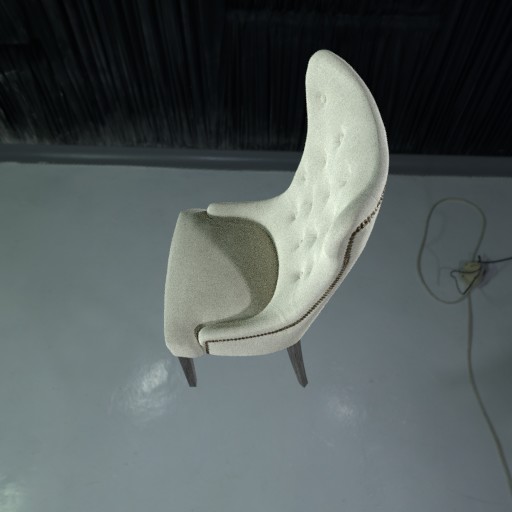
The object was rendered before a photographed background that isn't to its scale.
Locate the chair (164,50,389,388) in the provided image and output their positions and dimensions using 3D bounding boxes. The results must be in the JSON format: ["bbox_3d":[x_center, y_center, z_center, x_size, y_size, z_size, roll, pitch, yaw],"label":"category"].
[{"bbox_3d":[0.000,0.000,1.402,0.590,1.065,0.584,0,57,0],"label":"chair"}]
